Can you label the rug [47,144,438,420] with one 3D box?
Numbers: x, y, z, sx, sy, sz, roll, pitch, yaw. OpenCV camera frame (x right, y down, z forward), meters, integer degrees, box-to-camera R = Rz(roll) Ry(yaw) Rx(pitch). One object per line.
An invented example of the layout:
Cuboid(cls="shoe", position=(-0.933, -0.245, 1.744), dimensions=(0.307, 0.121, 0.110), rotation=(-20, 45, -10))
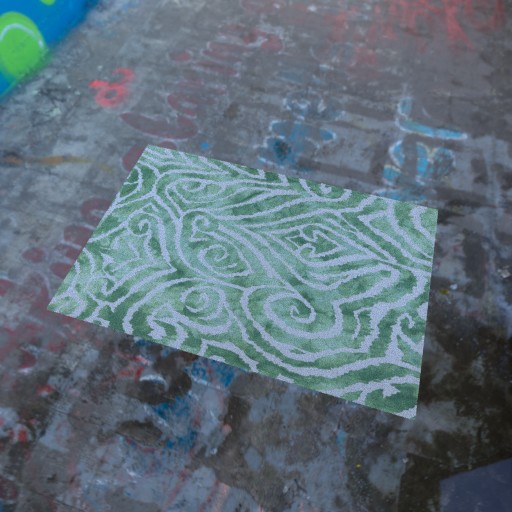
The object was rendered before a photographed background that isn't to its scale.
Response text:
Cuboid(cls="rug", position=(0.000, 0.000, 2.393), dimensions=(1.826, 0.006, 1.220), rotation=(14, 59, 9))
